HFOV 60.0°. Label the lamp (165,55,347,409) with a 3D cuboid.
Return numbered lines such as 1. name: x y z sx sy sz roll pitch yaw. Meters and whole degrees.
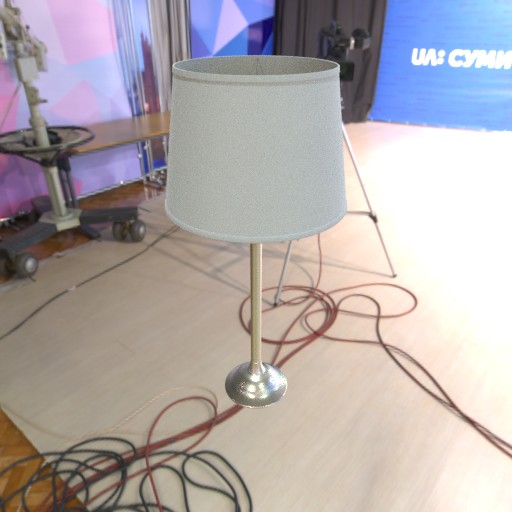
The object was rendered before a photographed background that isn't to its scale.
1. lamp: 0.000 0.000 0.873 0.331 0.698 0.331 0 30 0
